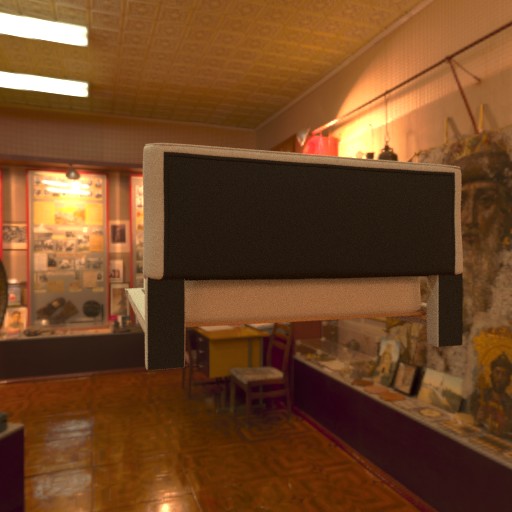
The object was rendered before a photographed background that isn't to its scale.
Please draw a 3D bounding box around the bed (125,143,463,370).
[{"bbox_3d":[0.000,0.000,3.386,1.840,1.067,2.368,0,0,-18],"label":"bed"}]
